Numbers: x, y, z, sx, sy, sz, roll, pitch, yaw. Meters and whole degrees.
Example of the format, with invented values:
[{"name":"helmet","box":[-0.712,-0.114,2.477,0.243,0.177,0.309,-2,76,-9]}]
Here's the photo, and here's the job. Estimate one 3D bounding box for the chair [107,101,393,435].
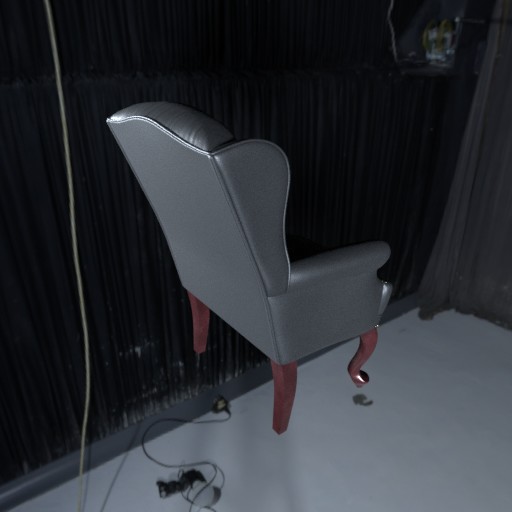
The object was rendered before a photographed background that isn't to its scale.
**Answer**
[{"name":"chair","box":[0.000,0.000,1.631,0.762,1.111,0.838,-18,31,-33]}]
